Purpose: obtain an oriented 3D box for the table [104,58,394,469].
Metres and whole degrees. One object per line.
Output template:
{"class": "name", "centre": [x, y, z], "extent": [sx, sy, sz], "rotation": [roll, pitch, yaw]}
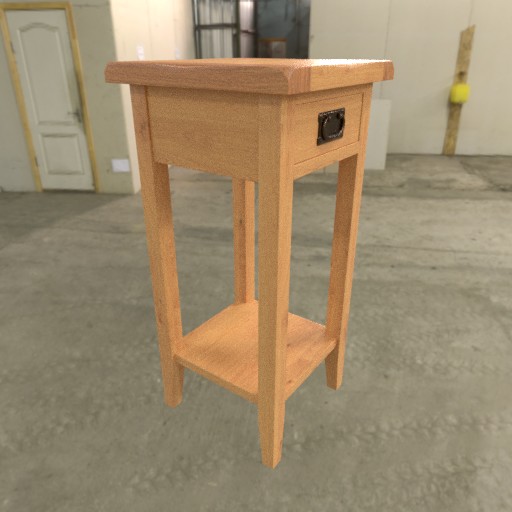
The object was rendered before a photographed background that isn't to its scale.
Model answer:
{"class": "table", "centre": [0.000, 0.000, 0.919], "extent": [0.360, 0.740, 0.360], "rotation": [17, 30, 32]}
